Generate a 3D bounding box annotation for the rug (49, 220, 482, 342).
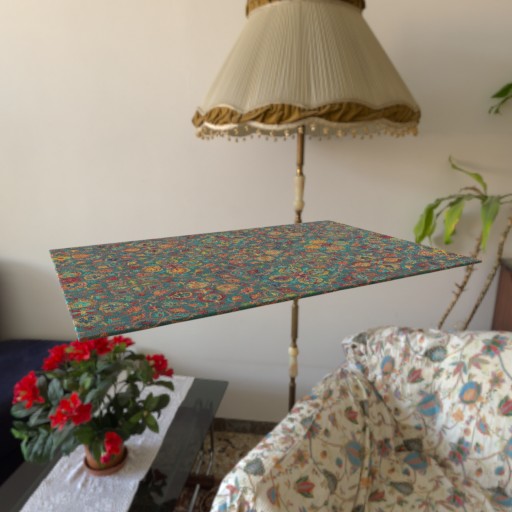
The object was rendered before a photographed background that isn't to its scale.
[{"bbox_3d":[0.000,0.000,2.241,1.836,0.014,1.216,-8,17,-27],"label":"rug"}]
